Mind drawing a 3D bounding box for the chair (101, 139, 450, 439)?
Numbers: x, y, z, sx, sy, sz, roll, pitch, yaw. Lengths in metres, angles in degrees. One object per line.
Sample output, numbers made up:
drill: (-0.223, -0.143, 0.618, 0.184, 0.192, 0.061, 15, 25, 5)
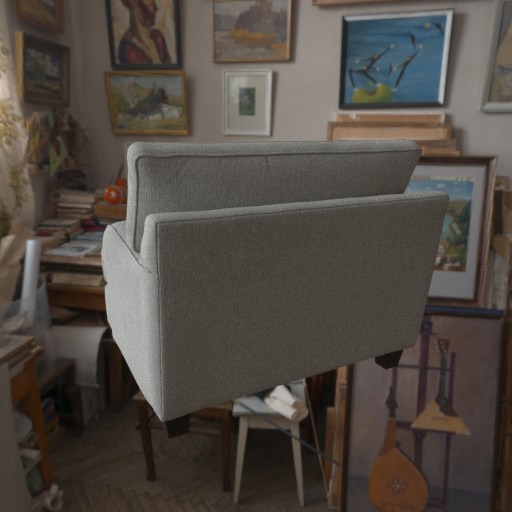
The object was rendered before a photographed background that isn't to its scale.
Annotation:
chair: (0.000, 0.000, 1.989, 1.220, 1.016, 1.041, -8, 18, -27)
